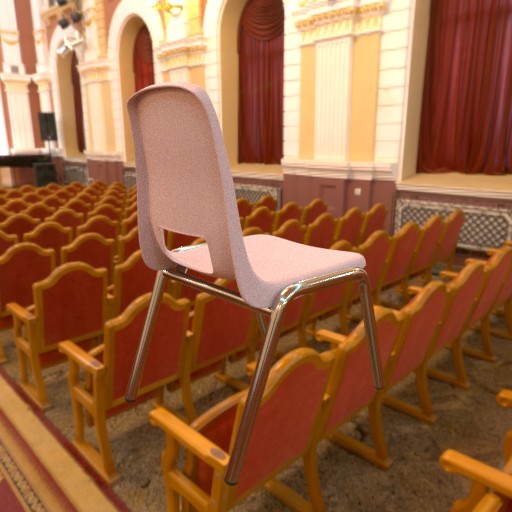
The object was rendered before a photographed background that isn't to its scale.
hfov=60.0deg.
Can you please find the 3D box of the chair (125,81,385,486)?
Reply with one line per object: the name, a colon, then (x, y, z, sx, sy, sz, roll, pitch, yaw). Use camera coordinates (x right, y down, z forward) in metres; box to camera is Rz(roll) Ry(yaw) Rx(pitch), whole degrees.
chair: (0.000, 0.000, 0.843, 0.423, 0.586, 0.354, -14, 20, -42)
